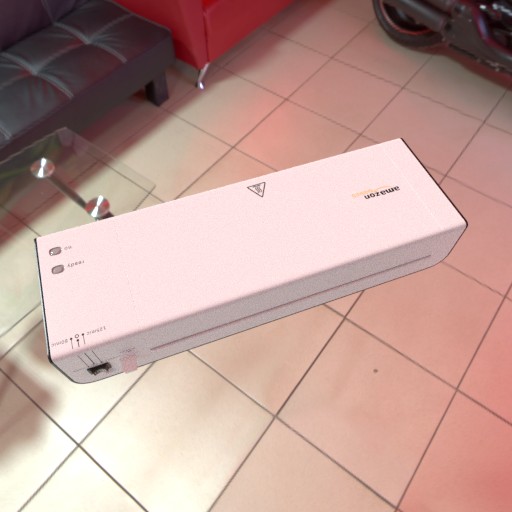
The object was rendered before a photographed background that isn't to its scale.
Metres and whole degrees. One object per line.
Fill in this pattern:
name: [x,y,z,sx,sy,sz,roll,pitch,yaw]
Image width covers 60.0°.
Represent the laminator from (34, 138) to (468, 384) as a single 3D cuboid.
laminator: [0.000,0.000,0.386,0.340,0.062,0.123,-17,59,-11]
